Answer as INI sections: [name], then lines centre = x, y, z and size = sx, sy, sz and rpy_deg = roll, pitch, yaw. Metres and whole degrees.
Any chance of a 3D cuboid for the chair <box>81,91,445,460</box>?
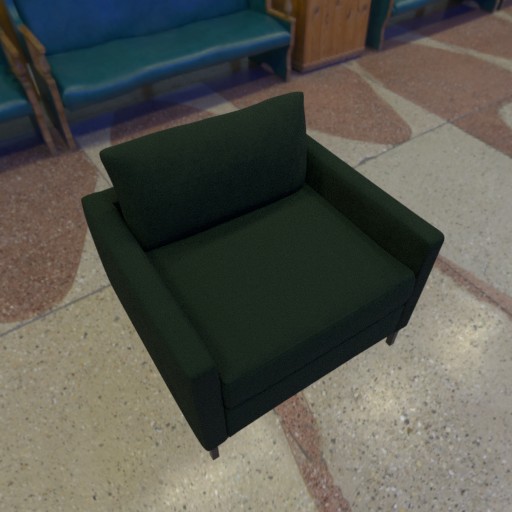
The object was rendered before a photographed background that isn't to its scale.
[chair]
centre = 0.000, 0.000, 1.627
size = 0.963, 0.861, 0.866
rpy_deg = -25, 51, -22
